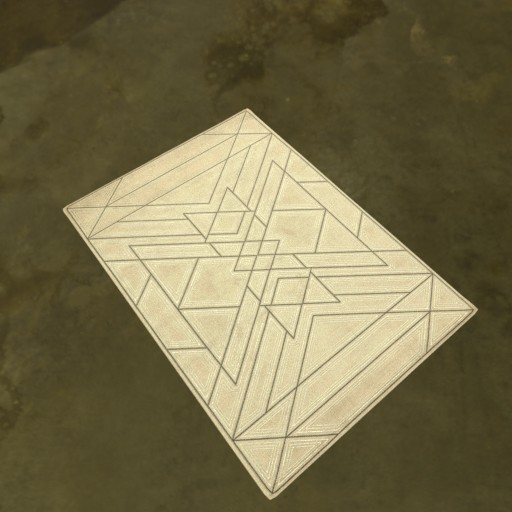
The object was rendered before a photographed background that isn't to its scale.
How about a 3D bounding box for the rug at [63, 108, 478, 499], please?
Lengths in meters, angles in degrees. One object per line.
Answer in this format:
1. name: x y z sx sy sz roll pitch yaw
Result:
1. rug: 0.000 0.000 4.279 2.436 0.026 3.381 -34 65 -19
